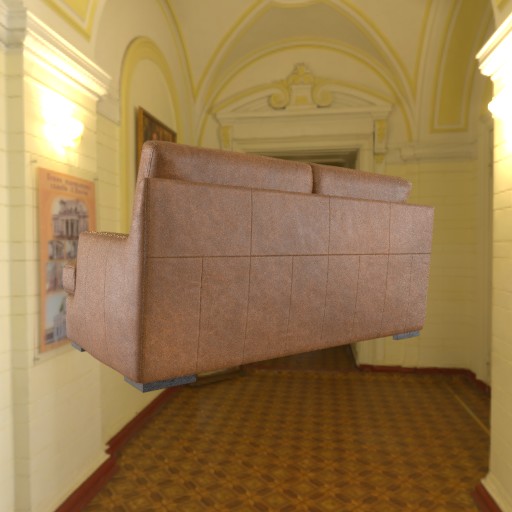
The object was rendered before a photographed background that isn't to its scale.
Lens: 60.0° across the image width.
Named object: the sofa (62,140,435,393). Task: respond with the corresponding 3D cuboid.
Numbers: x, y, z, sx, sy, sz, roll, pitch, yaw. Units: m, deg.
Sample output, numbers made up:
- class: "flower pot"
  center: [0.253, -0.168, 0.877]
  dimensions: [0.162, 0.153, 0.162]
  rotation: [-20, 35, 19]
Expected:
- class: "sofa"
  center: [0.000, 0.000, 2.516]
  dimensions: [1.880, 0.966, 1.144]
  rotation: [-1, 1, -37]
